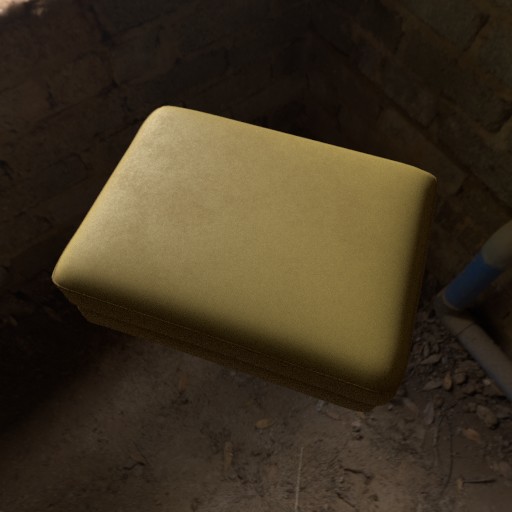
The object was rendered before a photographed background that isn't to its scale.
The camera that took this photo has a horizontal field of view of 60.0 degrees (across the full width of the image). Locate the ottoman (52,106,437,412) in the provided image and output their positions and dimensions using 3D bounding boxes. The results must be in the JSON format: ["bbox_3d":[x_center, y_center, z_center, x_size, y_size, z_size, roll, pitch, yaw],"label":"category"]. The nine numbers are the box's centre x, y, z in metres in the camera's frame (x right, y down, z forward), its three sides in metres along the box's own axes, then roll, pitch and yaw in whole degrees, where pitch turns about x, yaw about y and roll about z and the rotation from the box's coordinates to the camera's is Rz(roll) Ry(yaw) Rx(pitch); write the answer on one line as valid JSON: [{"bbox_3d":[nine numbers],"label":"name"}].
[{"bbox_3d":[0.000,0.000,1.192,0.811,0.449,0.608,17,63,9],"label":"ottoman"}]
